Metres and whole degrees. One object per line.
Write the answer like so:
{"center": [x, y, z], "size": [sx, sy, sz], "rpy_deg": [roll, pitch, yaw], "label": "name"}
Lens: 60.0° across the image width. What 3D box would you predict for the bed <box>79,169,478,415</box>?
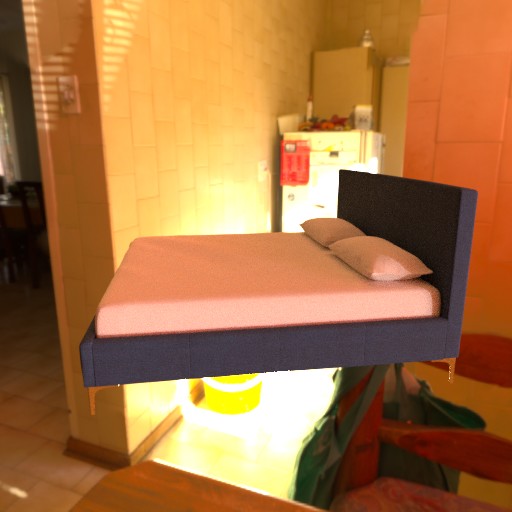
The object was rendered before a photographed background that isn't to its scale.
{"center": [0.000, 0.000, 3.467], "size": [2.232, 1.231, 2.096], "rpy_deg": [-2, 14, -9], "label": "bed"}
